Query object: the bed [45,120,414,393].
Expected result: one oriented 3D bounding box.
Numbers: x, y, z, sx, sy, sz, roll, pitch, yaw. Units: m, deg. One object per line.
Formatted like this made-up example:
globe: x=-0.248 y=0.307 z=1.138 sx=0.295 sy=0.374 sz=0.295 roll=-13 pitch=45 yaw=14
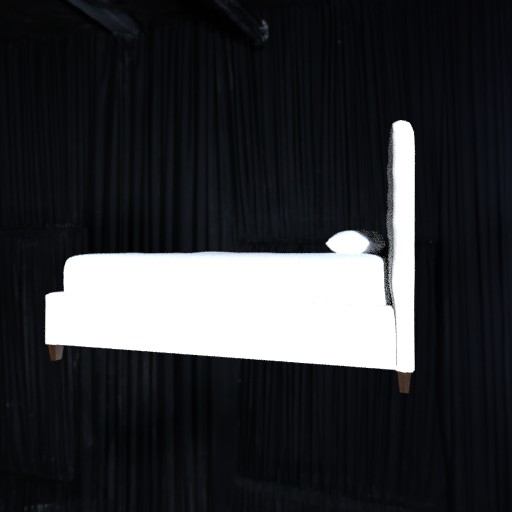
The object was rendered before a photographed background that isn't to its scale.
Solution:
bed: x=0.000 y=0.000 z=3.628 sx=2.387 sy=1.427 sz=2.078 roll=0 pitch=0 yaw=18
